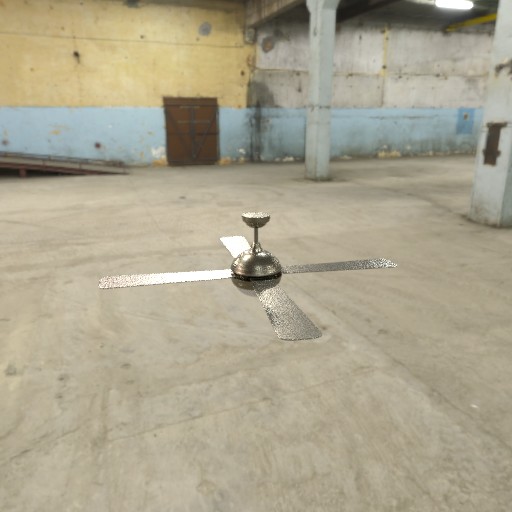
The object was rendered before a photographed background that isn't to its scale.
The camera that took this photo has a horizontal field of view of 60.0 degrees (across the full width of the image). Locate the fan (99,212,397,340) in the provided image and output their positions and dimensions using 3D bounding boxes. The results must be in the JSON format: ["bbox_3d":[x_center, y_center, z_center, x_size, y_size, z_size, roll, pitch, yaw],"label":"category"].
[{"bbox_3d":[0.000,0.000,2.030,1.321,0.381,1.321,2,17,8],"label":"fan"}]
